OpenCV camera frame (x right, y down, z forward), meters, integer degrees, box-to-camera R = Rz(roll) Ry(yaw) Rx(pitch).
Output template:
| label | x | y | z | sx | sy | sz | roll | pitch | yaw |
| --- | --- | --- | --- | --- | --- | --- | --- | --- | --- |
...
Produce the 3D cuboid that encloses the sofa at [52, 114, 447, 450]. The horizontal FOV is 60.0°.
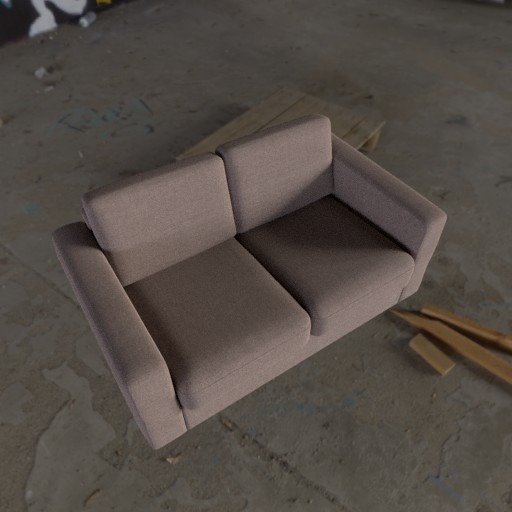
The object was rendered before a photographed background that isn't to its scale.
| label | x | y | z | sx | sy | sz | roll | pitch | yaw |
| --- | --- | --- | --- | --- | --- | --- | --- | --- | --- |
| sofa | 0.000 | 0.000 | 2.023 | 1.520 | 0.800 | 0.900 | -25 | 52 | -22 |
